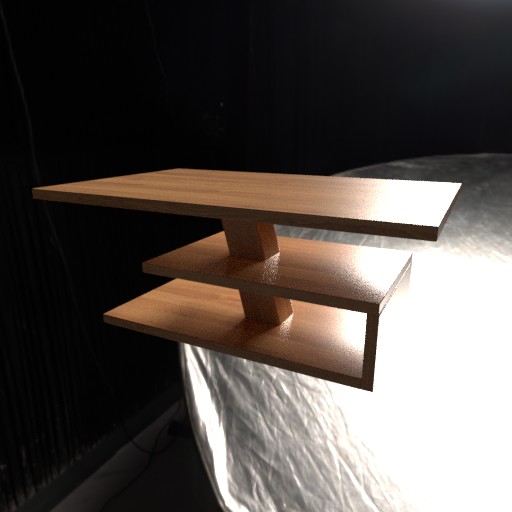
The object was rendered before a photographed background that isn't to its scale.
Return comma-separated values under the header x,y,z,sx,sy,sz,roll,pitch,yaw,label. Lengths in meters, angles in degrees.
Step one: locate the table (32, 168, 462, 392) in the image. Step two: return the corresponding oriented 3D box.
x,y,z,sx,sy,sz,roll,pitch,yaw,label
0.000,0.000,1.402,1.100,0.442,0.700,8,18,26,table
